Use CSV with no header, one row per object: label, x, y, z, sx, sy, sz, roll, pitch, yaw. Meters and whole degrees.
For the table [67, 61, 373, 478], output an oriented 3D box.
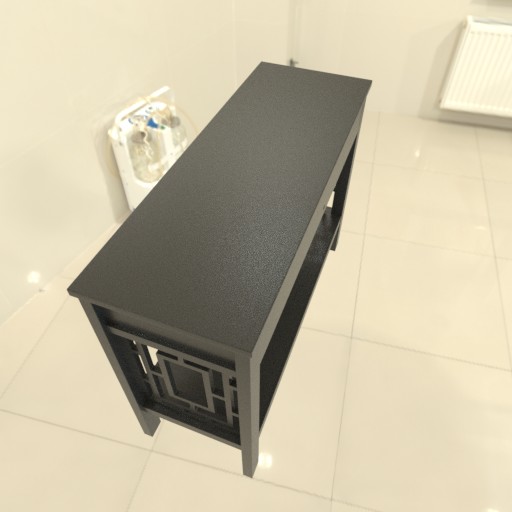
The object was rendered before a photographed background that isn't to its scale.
table,0.000,0.000,1.425,0.397,0.753,1.068,16,50,14
